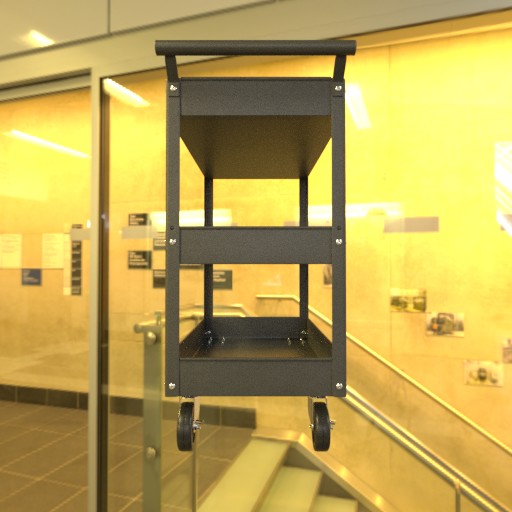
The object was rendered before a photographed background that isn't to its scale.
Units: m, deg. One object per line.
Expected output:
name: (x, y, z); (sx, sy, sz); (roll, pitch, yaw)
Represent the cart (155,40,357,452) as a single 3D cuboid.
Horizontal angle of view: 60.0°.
cart: (0.000, 0.000, 1.154); (0.366, 0.780, 0.719); (0, -1, 0)
